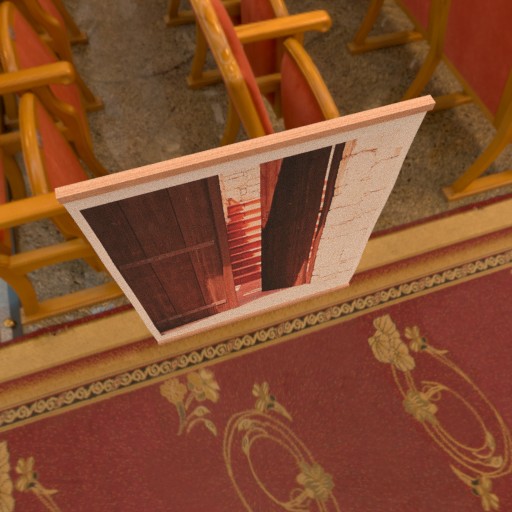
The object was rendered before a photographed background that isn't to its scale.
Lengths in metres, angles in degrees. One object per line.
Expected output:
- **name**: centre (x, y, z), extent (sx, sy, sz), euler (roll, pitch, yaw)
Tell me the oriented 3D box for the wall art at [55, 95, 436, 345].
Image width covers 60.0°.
- **wall art**: centre (0.000, 0.000, 0.681), extent (0.406, 0.508, 0.013), euler (-16, 64, -8)
